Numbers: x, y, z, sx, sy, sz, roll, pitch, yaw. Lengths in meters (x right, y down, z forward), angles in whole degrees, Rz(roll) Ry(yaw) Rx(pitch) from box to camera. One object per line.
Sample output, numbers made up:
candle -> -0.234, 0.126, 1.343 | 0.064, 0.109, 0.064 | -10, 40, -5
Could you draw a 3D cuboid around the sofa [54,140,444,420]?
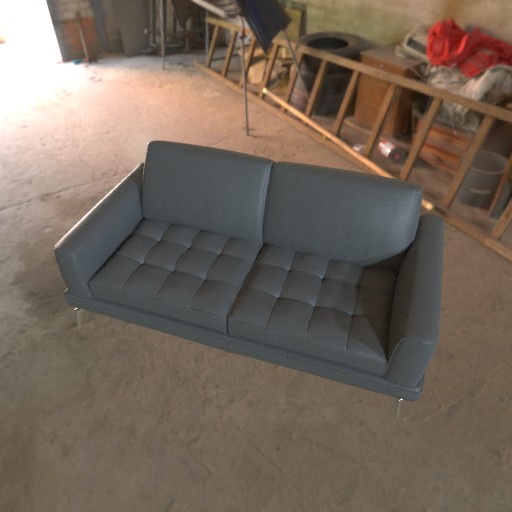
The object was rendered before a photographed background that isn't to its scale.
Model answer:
sofa -> 0.000, 0.000, 2.732 | 2.177, 0.930, 1.121 | 13, 43, 14
